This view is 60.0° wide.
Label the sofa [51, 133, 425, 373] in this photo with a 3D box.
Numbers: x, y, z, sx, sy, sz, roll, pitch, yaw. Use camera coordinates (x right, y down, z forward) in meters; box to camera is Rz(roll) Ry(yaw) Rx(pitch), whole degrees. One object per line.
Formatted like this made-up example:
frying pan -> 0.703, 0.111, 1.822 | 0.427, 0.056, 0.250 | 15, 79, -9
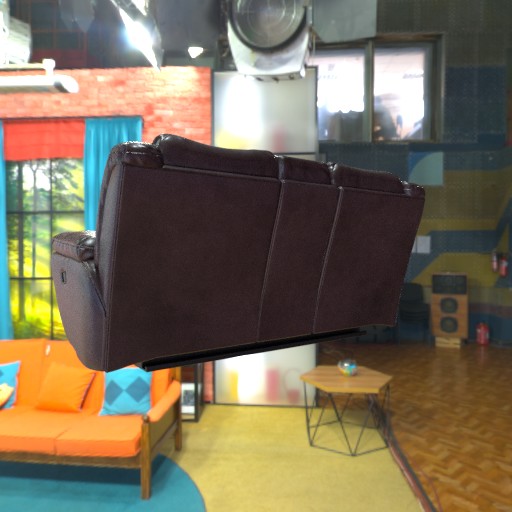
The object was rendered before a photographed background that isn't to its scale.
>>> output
sofa -> 0.000, 0.000, 2.595 | 2.058, 1.043, 0.991 | -1, 1, -36
